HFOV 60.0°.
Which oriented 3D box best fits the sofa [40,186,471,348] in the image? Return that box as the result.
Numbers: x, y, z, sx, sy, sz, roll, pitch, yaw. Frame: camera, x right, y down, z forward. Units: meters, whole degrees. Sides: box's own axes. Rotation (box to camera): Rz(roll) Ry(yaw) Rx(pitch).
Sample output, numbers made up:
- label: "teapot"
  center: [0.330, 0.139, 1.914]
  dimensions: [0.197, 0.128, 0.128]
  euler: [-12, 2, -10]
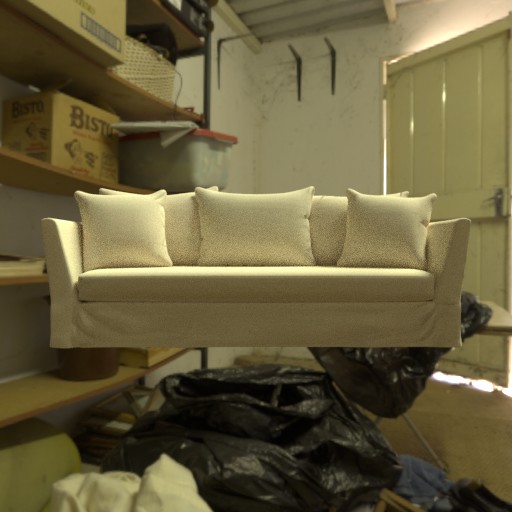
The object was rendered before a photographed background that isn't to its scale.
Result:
- label: "sofa"
  center: [0.000, 0.000, 3.042]
  dimensions: [2.484, 1.042, 1.030]
  euler: [0, 1, 0]
